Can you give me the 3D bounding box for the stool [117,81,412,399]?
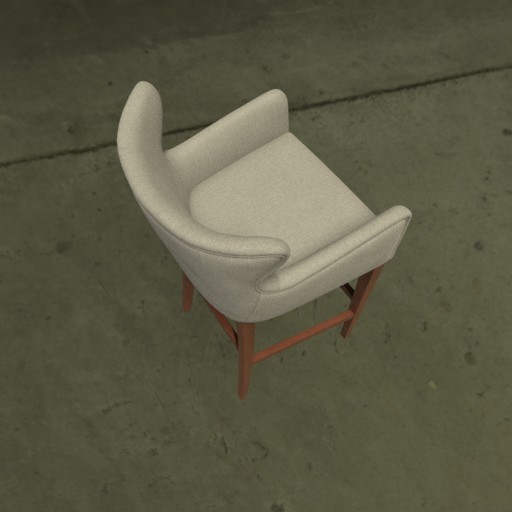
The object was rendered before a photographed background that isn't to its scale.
[{"bbox_3d":[0.000,0.000,1.384,0.575,1.047,0.575,-30,63,-17],"label":"stool"}]
